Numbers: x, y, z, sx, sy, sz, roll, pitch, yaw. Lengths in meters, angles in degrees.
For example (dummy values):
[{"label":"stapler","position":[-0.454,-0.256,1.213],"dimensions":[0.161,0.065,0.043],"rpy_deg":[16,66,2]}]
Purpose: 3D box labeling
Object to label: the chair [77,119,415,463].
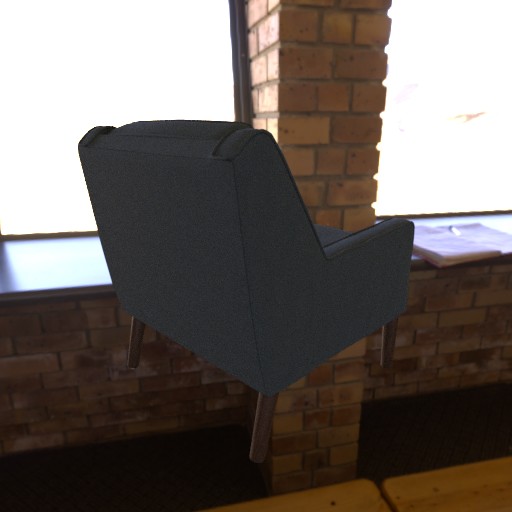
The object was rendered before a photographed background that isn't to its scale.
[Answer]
[{"label":"chair","position":[0.000,0.000,1.321],"dimensions":[0.733,0.780,0.663],"rpy_deg":[-16,23,-42]}]
